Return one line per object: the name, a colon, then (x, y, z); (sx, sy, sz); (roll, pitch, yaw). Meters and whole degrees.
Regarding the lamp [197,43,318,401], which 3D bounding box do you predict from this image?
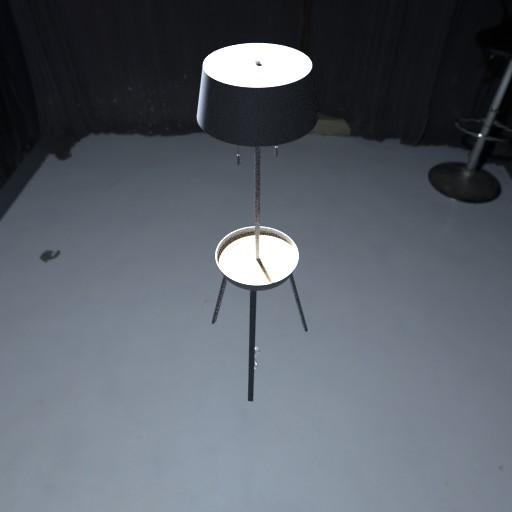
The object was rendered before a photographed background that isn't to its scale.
lamp: (0.000, 0.000, 1.691); (0.508, 1.429, 0.468); (4, 45, 4)
